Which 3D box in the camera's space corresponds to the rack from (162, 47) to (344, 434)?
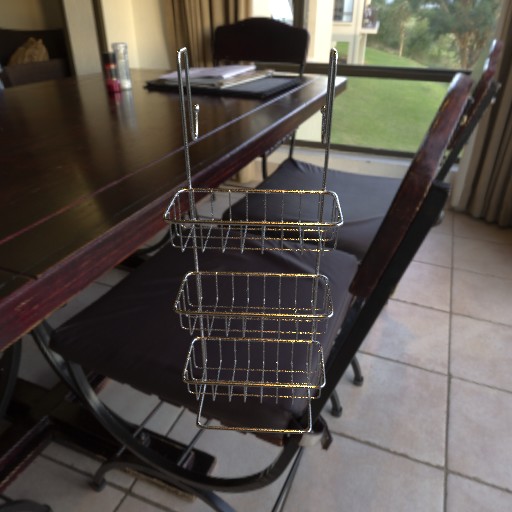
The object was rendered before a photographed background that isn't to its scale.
[{"bbox_3d":[0.000,0.000,0.679,0.228,0.574,0.202,2,30,3],"label":"rack"}]
